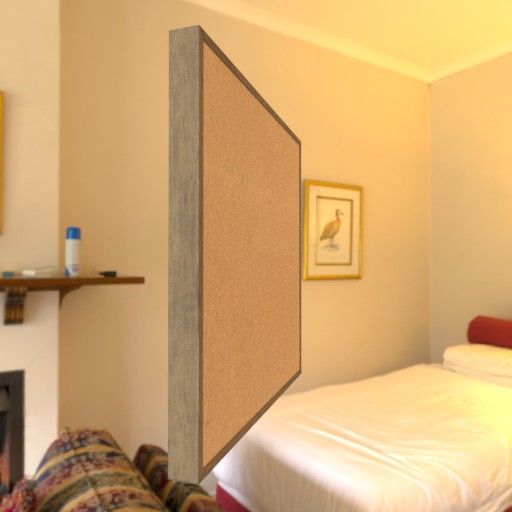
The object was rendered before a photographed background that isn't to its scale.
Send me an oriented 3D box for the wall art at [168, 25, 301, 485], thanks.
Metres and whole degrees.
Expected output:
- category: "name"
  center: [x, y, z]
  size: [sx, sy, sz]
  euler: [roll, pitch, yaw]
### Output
- category: "wall art"
  center: [0.000, 0.000, 0.736]
  size: [0.038, 0.508, 0.508]
  euler: [0, -1, 19]
